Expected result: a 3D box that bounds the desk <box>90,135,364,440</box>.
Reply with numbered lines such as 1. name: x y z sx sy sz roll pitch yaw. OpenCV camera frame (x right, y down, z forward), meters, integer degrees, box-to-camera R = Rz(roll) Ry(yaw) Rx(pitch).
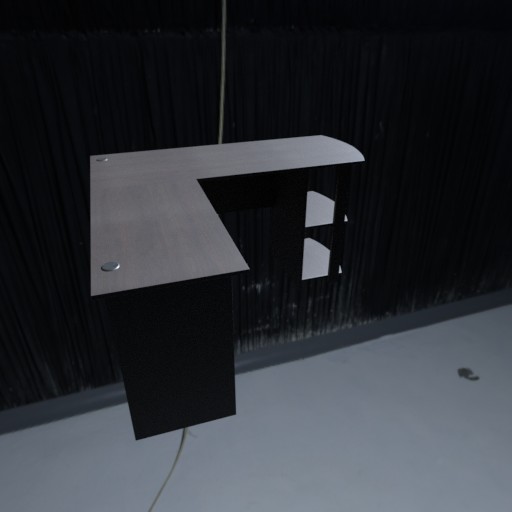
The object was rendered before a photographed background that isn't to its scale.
1. desk: 0.000 0.000 2.093 1.361 0.716 1.303 -9 31 -16
